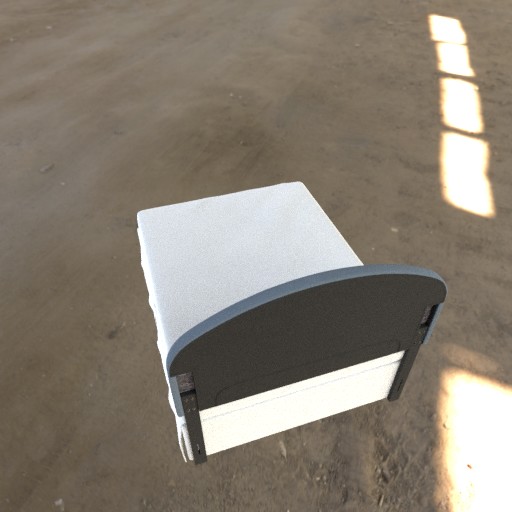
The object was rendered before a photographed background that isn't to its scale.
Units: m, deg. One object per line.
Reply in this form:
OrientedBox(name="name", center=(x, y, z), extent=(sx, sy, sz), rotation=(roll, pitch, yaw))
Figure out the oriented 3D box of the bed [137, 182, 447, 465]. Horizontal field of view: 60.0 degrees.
OrientedBox(name="bed", center=(0.000, 0.000, 3.154), extent=(1.607, 1.410, 2.005), rotation=(-12, 44, -13))
